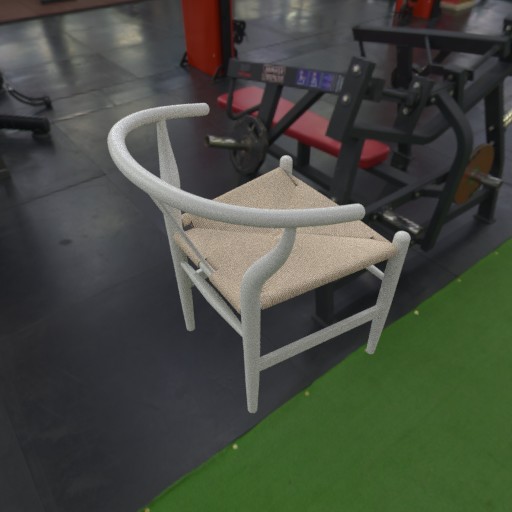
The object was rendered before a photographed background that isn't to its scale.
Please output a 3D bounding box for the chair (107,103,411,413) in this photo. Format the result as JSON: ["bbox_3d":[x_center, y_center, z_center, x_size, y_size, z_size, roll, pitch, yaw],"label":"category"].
[{"bbox_3d":[0.000,0.000,1.131,0.579,0.730,0.569,-25,47,-26],"label":"chair"}]
